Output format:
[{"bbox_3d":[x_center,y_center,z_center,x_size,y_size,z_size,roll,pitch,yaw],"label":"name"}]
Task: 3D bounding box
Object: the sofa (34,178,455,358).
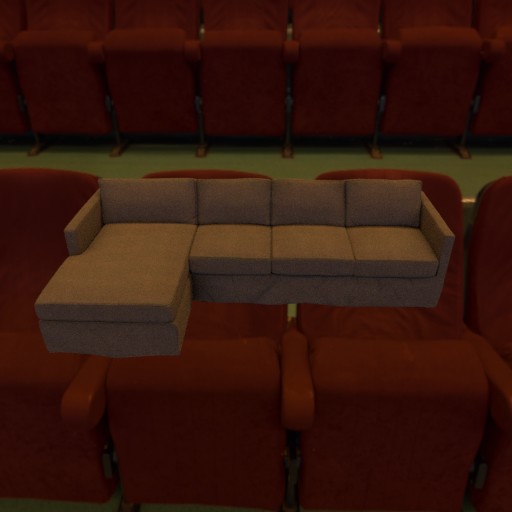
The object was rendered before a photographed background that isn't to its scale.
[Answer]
[{"bbox_3d":[0.000,0.000,3.796,3.205,0.922,1.650,1,31,2],"label":"sofa"}]
